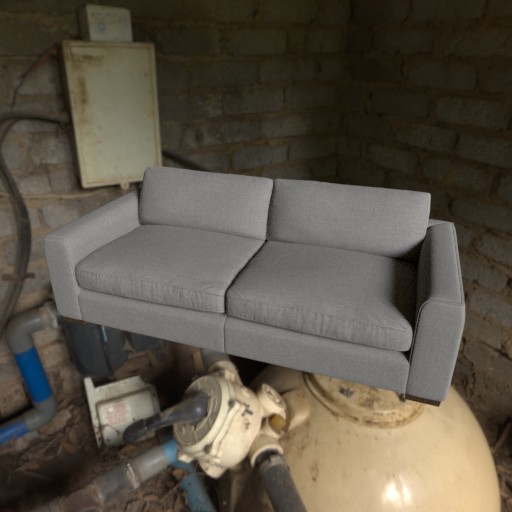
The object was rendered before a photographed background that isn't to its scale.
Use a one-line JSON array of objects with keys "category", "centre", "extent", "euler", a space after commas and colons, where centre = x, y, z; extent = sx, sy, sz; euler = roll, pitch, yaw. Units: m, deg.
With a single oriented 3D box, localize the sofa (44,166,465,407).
[{"category": "sofa", "centre": [0.000, 0.000, 2.682], "extent": [2.262, 0.801, 1.070], "euler": [9, 27, 17]}]
